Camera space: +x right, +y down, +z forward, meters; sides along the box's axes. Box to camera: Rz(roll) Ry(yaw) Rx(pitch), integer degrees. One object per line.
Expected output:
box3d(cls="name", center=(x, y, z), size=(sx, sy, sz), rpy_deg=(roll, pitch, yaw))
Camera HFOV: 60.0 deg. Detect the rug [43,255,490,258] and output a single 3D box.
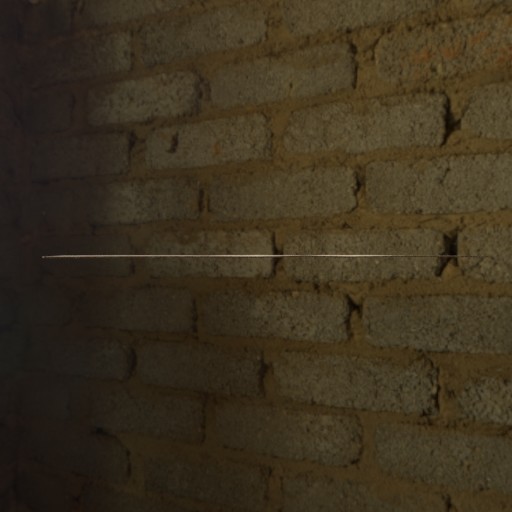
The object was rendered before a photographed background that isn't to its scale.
box3d(cls="rug", center=(0.000, 0.000, 2.158), size=(1.745, 0.010, 1.146), rpy_deg=(0, 0, -18))
